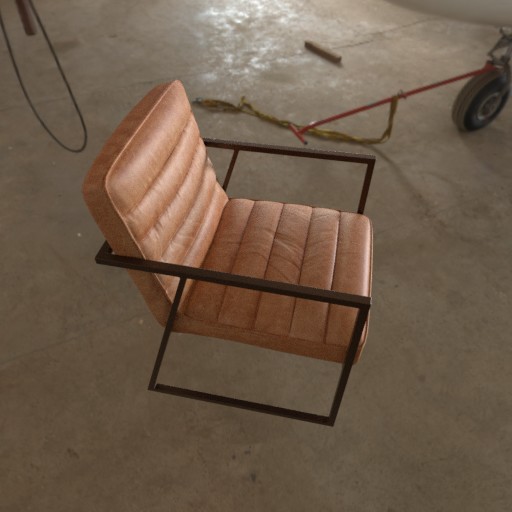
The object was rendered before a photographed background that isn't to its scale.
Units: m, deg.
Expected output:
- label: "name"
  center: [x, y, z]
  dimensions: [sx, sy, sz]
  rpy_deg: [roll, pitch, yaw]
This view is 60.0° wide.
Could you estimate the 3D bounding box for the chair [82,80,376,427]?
- label: "chair"
  center: [0.000, 0.000, 1.312]
  dimensions: [0.677, 0.832, 0.571]
  rpy_deg: [9, 47, 8]
